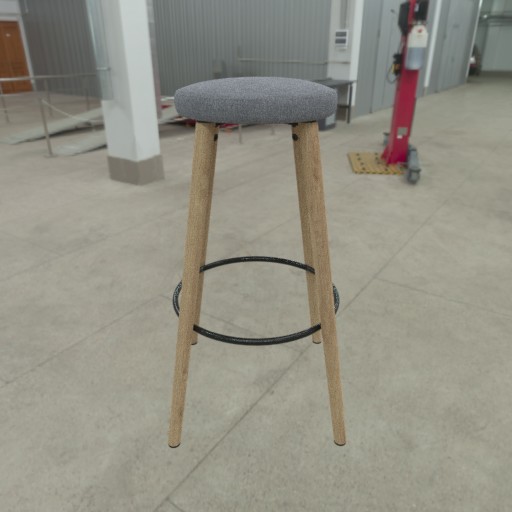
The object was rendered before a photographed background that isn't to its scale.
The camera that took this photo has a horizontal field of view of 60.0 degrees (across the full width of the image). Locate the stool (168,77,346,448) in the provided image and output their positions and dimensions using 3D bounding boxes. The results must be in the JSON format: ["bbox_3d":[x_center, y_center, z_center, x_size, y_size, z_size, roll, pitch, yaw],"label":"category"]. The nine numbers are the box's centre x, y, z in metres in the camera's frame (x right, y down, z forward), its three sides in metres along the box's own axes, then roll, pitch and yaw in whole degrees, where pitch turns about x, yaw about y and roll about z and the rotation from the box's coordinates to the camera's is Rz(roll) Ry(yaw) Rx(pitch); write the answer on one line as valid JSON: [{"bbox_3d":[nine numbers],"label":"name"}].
[{"bbox_3d":[0.000,0.000,1.028,0.410,0.770,0.410,0,26,-1],"label":"stool"}]
